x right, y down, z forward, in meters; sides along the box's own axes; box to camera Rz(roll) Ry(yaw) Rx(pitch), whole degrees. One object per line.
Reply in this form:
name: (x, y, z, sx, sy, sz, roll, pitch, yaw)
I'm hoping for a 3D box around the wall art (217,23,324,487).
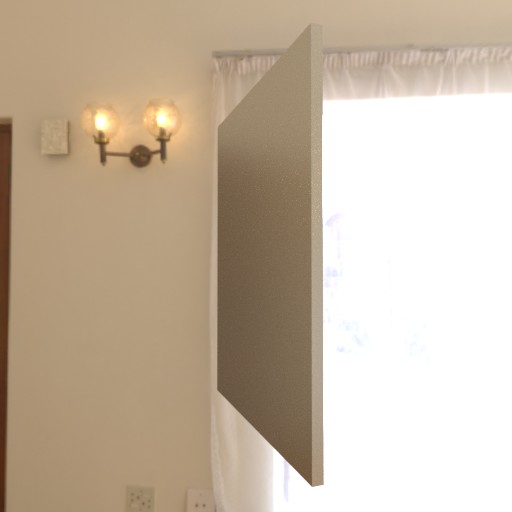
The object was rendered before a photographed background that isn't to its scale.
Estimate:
wall art: (0.000, 0.000, 1.387, 0.030, 1.046, 0.816, 0, -1, -20)
